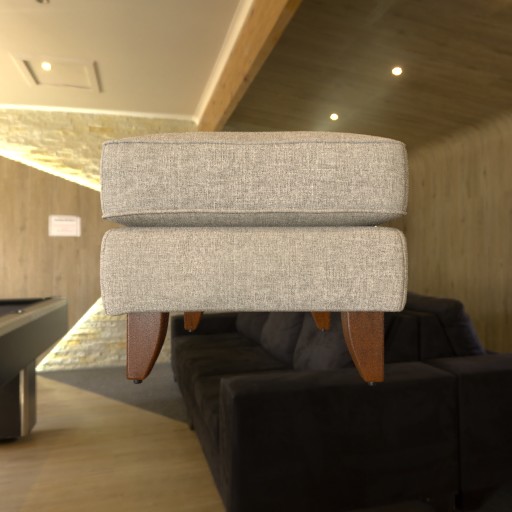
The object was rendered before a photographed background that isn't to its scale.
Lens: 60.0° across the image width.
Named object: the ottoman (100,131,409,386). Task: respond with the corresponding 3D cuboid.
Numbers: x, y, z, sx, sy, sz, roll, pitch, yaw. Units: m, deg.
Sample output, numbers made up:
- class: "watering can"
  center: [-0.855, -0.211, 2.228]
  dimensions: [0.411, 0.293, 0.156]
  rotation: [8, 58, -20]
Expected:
- class: "ottoman"
  center: [0.000, 0.000, 1.318]
  dimensions: [0.661, 0.561, 0.889]
  rotation: [0, -1, 1]
